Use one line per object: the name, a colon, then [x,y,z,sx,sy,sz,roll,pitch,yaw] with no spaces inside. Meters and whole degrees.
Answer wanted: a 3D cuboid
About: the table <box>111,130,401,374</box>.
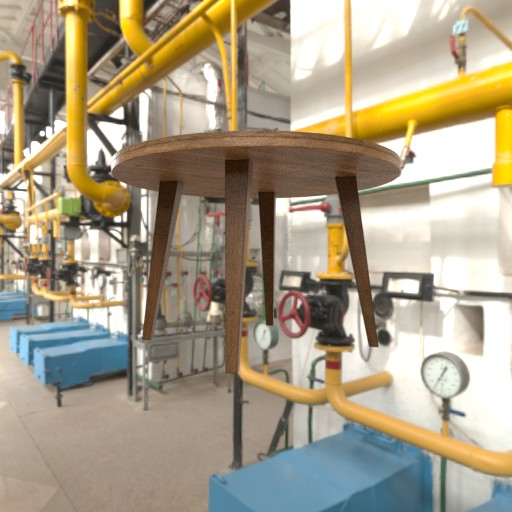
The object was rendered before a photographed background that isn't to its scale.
table: [0.000,0.000,1.956,1.213,0.764,1.213,0,0,0]
